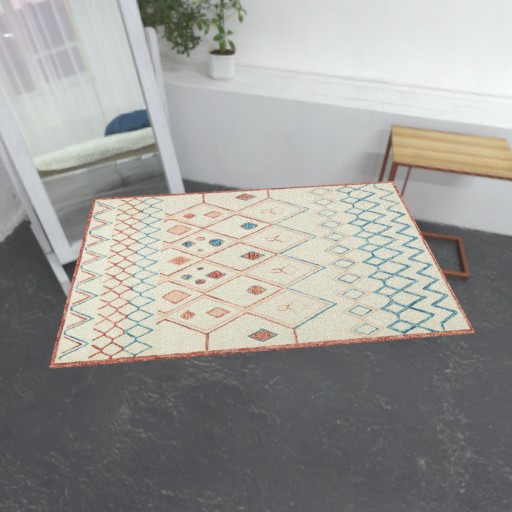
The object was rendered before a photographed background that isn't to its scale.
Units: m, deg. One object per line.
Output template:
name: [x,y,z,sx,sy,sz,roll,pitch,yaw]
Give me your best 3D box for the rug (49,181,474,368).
rug: [0.000,0.000,3.061,2.438,0.015,1.524,-4,45,-4]
